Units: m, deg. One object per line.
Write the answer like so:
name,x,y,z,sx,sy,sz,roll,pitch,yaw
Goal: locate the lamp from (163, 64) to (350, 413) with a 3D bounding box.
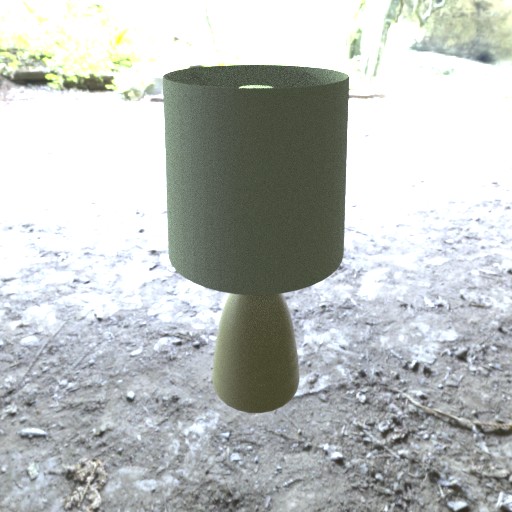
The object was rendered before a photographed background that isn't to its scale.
lamp,0.000,0.000,0.484,0.186,0.369,0.186,0,29,0
